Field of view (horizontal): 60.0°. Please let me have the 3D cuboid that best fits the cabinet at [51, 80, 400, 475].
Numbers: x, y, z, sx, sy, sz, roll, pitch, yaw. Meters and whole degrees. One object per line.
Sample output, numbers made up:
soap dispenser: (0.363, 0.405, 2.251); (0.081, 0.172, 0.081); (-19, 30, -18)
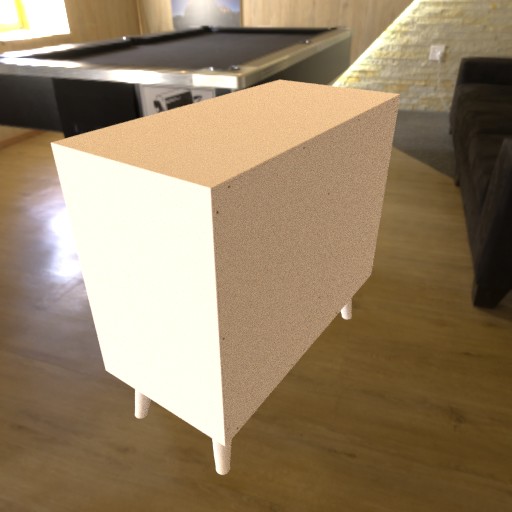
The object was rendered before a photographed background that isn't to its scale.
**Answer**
cabinet: (0.000, 0.000, 1.209); (0.398, 0.761, 0.800); (20, 36, 29)
